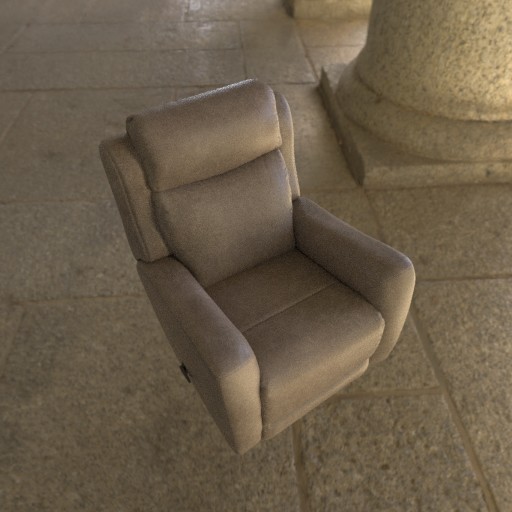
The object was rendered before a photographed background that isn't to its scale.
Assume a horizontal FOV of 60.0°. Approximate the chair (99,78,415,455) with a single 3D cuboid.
[{"bbox_3d":[0.000,0.000,1.937,0.967,1.116,1.068,-25,50,-23],"label":"chair"}]
